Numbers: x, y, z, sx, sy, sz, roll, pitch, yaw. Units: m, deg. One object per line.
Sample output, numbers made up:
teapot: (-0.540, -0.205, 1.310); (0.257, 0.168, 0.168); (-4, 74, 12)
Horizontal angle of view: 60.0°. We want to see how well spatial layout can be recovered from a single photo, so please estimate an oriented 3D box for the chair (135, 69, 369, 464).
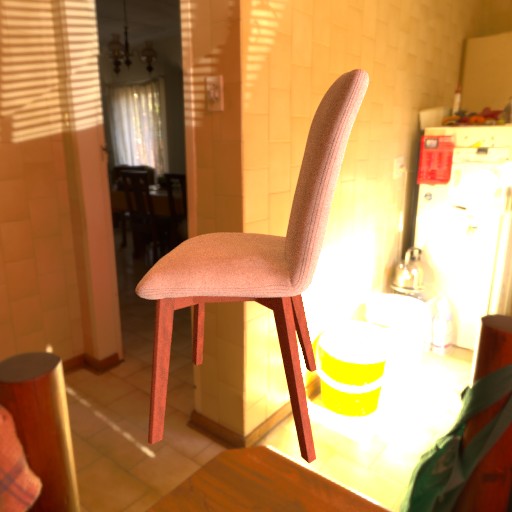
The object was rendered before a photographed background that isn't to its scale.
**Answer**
chair: (0.000, 0.000, 1.303); (0.563, 0.974, 0.522); (2, 15, 8)
